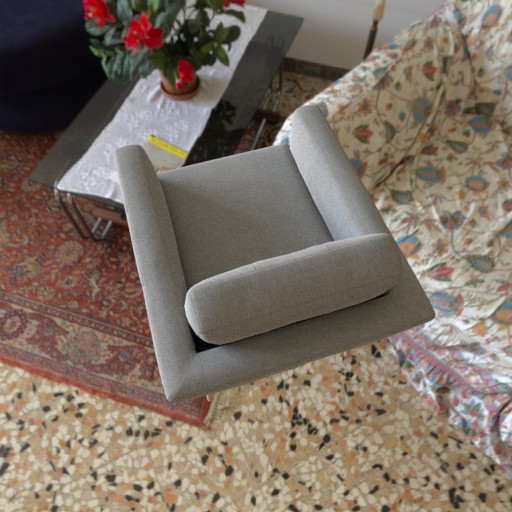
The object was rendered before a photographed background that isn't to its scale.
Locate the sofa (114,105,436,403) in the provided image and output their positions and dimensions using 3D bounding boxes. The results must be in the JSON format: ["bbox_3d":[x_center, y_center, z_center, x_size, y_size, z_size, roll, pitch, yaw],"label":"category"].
[{"bbox_3d":[0.000,0.000,1.542,0.770,0.860,0.920,-15,60,-9],"label":"sofa"}]
